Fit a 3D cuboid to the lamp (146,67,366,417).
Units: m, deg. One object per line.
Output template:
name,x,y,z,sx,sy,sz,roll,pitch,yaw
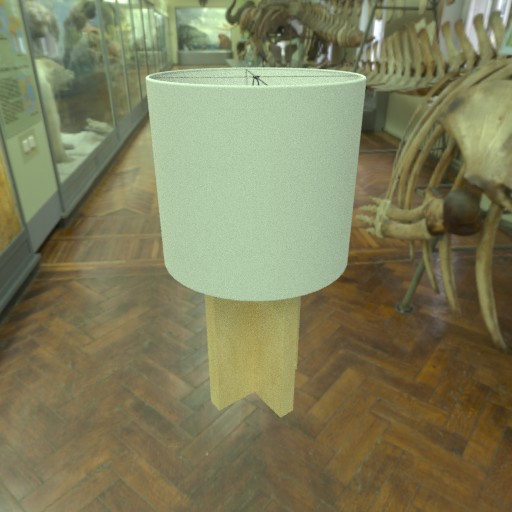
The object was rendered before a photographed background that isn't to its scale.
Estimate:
lamp,0.000,0.000,0.564,0.229,0.428,0.229,-18,32,-32
